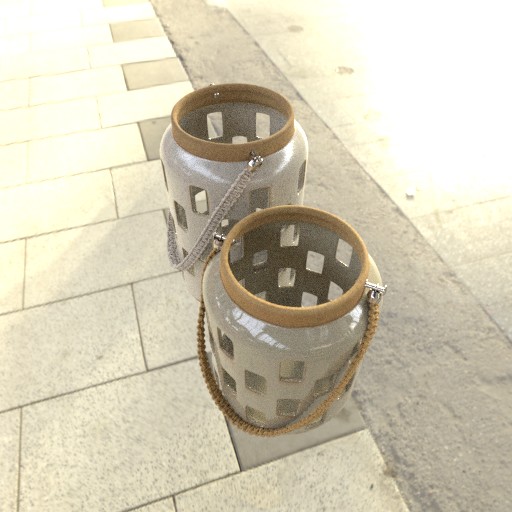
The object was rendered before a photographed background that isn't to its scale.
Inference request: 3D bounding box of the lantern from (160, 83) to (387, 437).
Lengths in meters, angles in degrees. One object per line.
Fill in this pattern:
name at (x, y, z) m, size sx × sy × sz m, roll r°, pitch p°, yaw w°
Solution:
lantern at (0.000, 0.000, 0.495) m, size 0.184 × 0.255 × 0.347 m, roll -15°, pitch 49°, yaw -14°
